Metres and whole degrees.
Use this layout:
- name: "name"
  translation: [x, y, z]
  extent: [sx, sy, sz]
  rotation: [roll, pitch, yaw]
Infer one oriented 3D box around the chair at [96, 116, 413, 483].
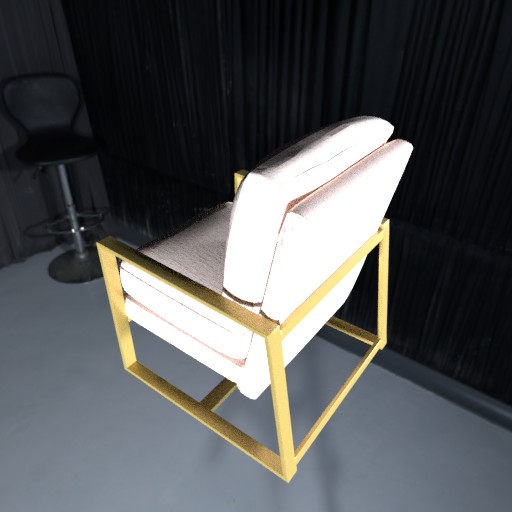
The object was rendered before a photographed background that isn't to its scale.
- name: "chair"
  translation: [0.000, 0.000, 1.557]
  extent: [0.813, 0.956, 0.758]
  rotation: [22, 39, 30]
